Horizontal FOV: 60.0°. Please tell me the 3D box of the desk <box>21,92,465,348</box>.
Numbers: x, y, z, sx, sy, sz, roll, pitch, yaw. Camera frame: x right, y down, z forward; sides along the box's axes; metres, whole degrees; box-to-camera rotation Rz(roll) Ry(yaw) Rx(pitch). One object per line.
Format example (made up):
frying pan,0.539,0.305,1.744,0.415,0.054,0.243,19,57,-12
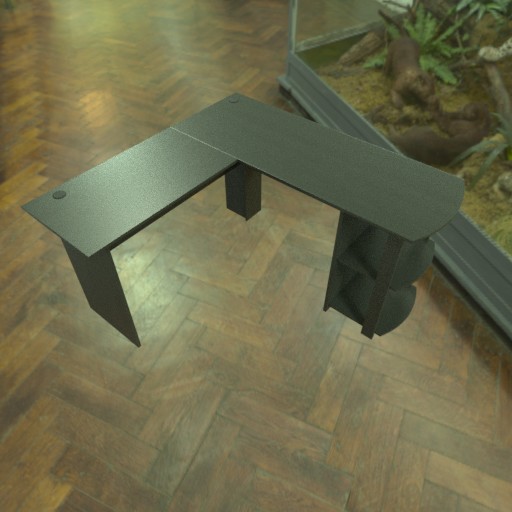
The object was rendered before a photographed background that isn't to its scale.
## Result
desk,0.000,0.000,2.070,1.361,0.716,1.303,30,53,27
